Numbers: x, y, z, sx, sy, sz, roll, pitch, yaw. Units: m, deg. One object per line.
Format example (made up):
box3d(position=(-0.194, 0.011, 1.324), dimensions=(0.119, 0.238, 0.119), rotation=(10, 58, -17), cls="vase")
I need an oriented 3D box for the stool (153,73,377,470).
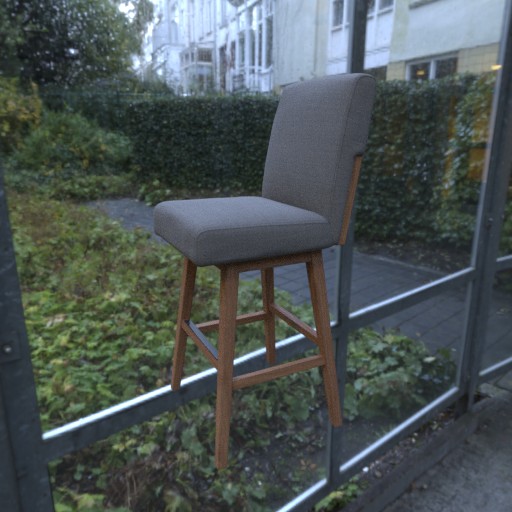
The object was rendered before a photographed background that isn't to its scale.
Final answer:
box3d(position=(0.000, 0.000, 1.447), dimensions=(0.570, 1.112, 0.483), rotation=(-8, 18, -26), cls="stool")
